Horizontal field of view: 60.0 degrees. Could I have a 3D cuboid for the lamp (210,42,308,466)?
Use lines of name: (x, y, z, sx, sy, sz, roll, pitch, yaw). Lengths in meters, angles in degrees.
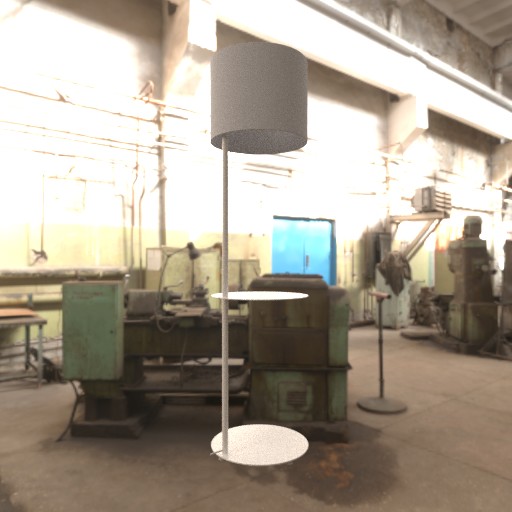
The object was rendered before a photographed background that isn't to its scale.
lamp: (0.000, 0.000, 1.690, 0.405, 1.465, 0.372, 0, -1, -37)
